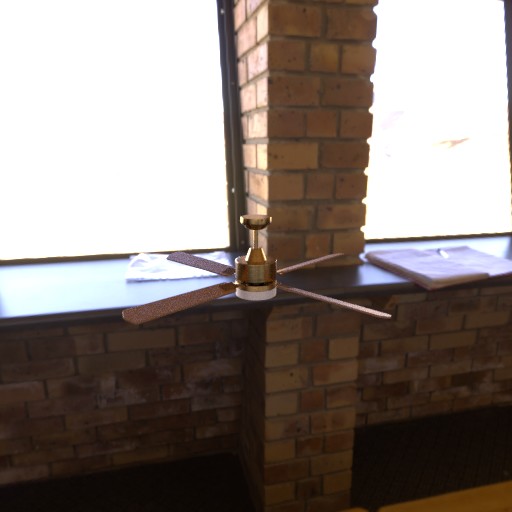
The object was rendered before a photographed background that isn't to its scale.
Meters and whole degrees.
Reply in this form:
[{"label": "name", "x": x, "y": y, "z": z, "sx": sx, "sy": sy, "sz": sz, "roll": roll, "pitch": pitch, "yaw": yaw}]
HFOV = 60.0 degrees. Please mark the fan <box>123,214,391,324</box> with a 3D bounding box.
[{"label": "fan", "x": 0.000, "y": 0.000, "z": 1.984, "sx": 1.320, "sy": 0.355, "sz": 1.320, "roll": 13, "pitch": 19, "yaw": 43}]
